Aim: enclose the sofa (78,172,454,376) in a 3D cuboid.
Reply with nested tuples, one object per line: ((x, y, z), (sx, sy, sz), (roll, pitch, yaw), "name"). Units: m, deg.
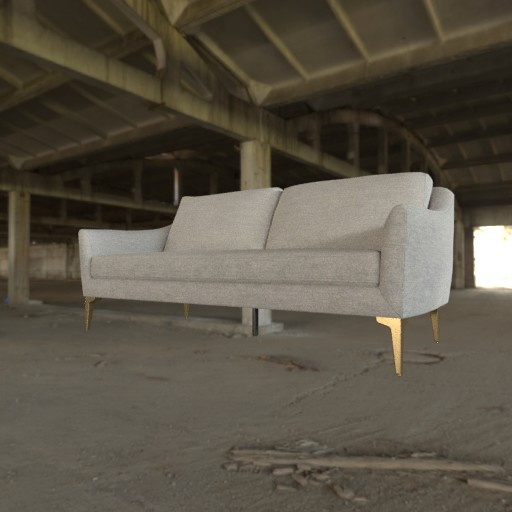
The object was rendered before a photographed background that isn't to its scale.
((0.000, 0.000, 2.543), (2.036, 0.913, 0.980), (-1, -1, 36), "sofa")
